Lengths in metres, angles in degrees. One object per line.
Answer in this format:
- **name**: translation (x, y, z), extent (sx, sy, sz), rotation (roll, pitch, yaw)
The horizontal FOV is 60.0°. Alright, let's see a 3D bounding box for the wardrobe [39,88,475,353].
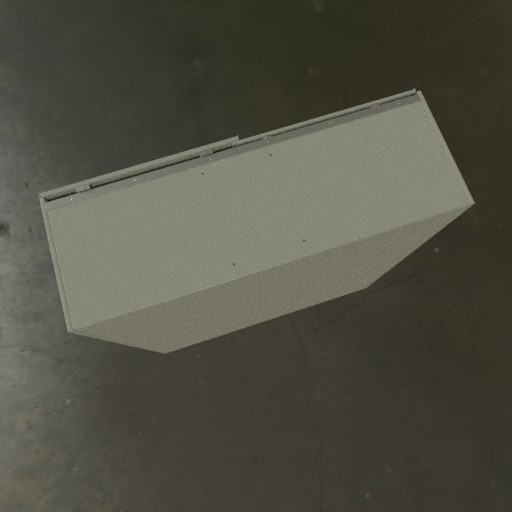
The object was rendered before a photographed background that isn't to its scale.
- **wardrobe**: translation (0.000, 0.000, 2.857), extent (1.780, 1.960, 0.629), rotation (-17, 76, -5)
